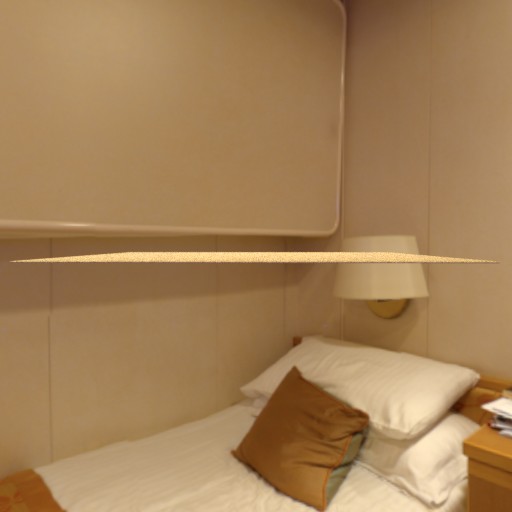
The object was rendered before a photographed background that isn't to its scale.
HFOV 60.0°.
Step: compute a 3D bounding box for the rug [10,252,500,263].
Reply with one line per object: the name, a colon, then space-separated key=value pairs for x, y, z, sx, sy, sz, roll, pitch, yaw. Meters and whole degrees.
rug: x=0.000 y=0.000 z=3.940 sx=3.034 sy=0.012 sz=2.406 roll=0 pitch=2 yaw=1
